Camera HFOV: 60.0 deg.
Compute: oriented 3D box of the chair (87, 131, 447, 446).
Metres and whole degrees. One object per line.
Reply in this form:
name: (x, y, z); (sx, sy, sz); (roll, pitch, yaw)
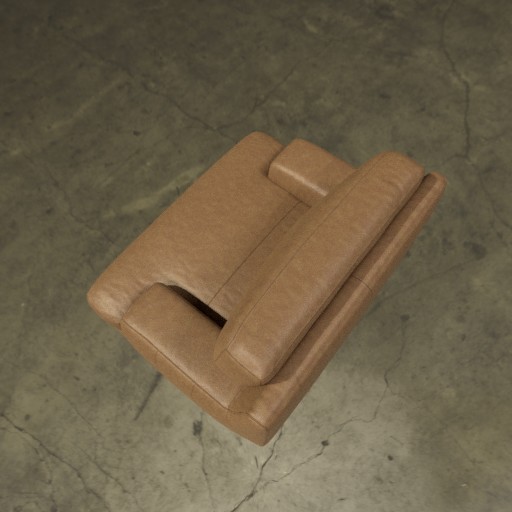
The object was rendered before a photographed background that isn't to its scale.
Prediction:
chair: (0.000, 0.000, 1.992); (1.050, 0.978, 1.276); (35, 69, 16)
